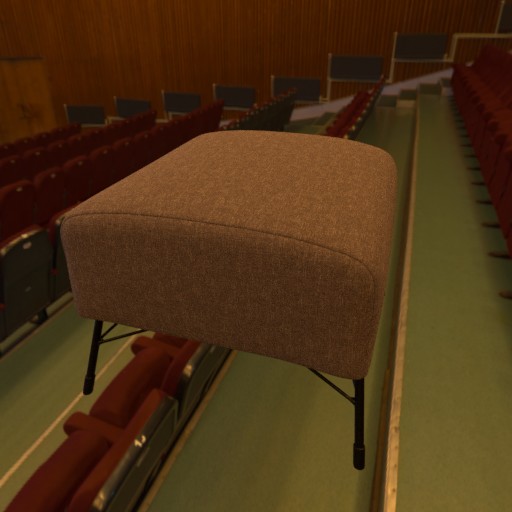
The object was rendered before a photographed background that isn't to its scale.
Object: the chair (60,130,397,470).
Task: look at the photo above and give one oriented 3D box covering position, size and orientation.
[{"bbox_3d":[0.000,0.000,0.893,0.530,0.410,0.530,9,30,15],"label":"chair"}]
